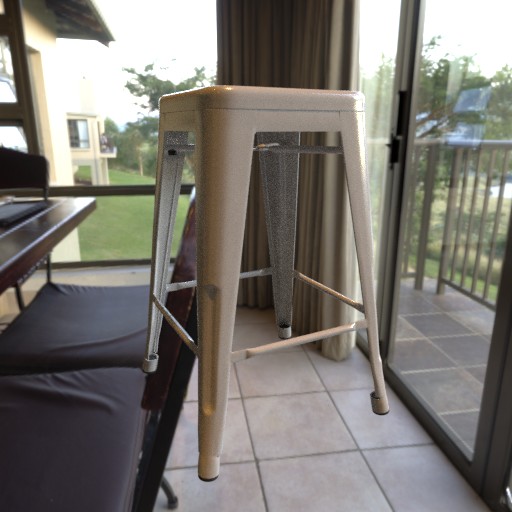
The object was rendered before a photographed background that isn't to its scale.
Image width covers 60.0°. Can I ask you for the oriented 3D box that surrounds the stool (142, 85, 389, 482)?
[{"bbox_3d":[0.000,0.000,0.886,0.406,0.610,0.406,-8,18,-27],"label":"stool"}]
